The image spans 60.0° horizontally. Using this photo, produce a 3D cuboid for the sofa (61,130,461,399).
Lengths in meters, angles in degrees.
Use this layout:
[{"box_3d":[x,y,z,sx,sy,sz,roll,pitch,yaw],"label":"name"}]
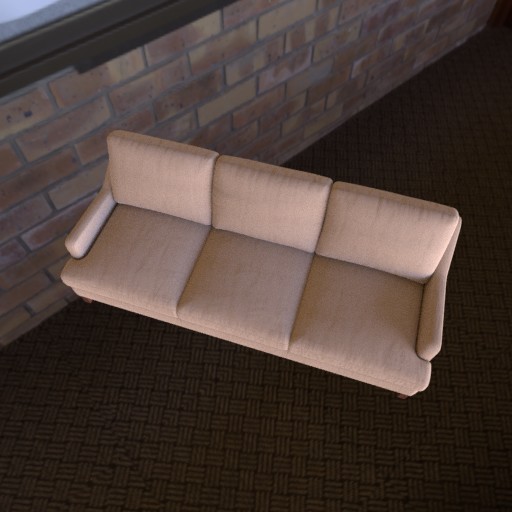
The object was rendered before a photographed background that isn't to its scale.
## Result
[{"box_3d":[0.000,0.000,2.819,2.321,0.913,1.000,15,60,9],"label":"sofa"}]
